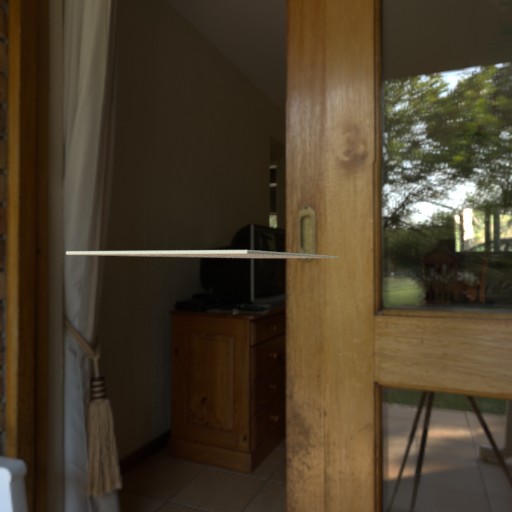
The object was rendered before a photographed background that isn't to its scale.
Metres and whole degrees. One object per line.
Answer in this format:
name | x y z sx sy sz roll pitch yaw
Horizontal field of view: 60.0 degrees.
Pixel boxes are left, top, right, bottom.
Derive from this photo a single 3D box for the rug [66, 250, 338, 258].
rug | 0.000 0.000 2.526 0.661 0.013 2.297 0 -1 17
